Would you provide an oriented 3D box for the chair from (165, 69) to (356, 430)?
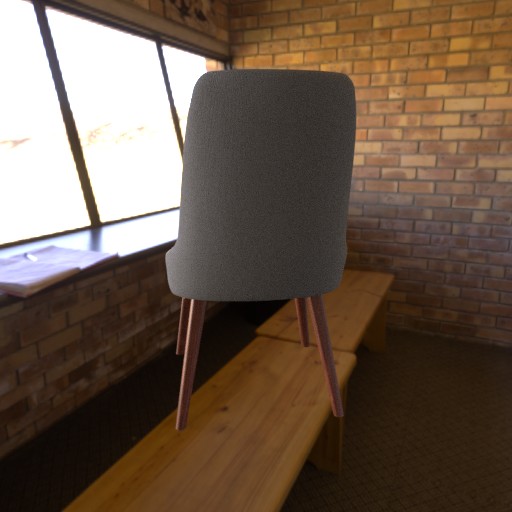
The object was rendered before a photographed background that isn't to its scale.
[{"bbox_3d":[0.000,0.000,1.297,0.535,0.918,0.707,-2,14,-7],"label":"chair"}]
